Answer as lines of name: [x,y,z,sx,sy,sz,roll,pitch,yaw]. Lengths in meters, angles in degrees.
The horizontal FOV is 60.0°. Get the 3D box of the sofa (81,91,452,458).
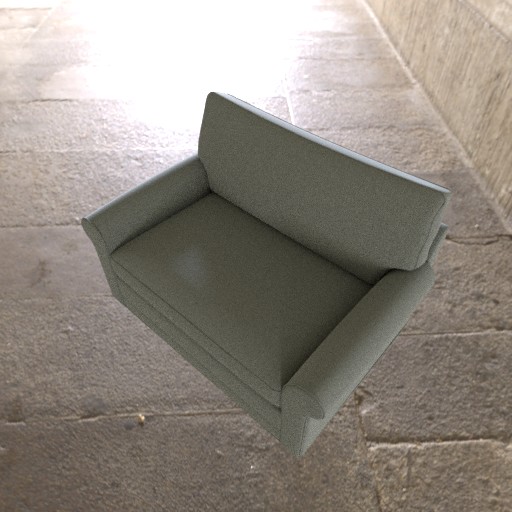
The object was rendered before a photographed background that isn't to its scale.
sofa: [0.000,0.000,2.045,1.410,0.953,0.940,33,54,28]
